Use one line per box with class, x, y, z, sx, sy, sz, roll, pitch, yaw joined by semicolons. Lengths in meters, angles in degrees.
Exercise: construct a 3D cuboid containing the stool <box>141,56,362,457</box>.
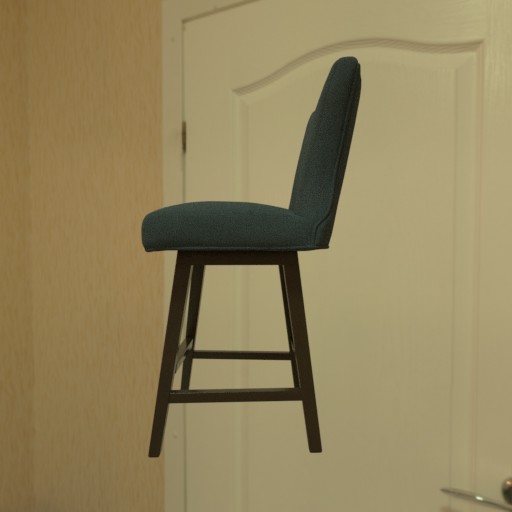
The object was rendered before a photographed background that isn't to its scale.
stool;0.000;0.000;1.341;0.574;1.000;0.514;0;2;0
